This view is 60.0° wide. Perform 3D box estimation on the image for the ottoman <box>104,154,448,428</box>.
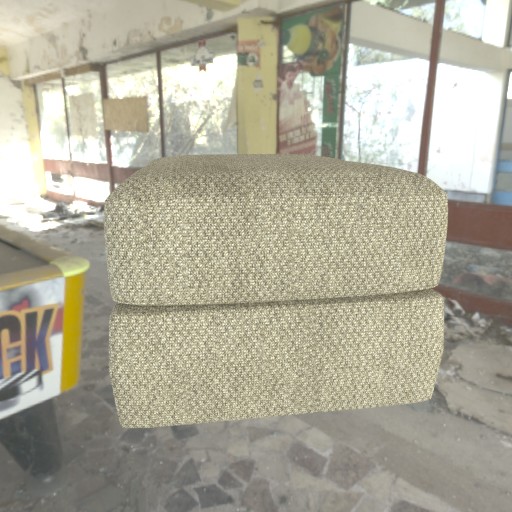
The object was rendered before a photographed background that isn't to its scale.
[{"bbox_3d":[0.000,0.000,1.094,0.603,0.476,0.751,-2,15,-8],"label":"ottoman"}]
